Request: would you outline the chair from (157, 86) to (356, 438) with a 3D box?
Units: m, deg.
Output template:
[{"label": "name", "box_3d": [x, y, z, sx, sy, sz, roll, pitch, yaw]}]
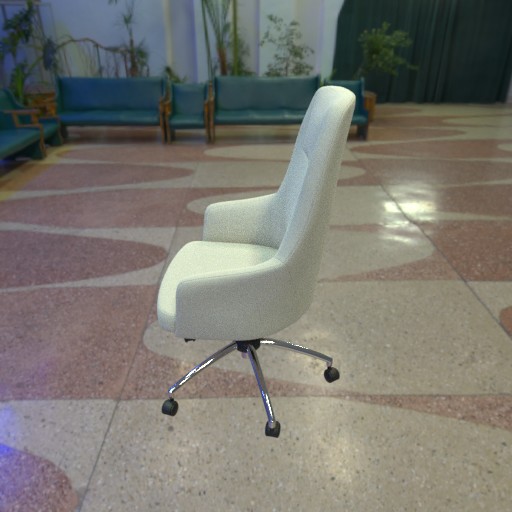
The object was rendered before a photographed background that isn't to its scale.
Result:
[{"label": "chair", "box_3d": [0.000, 0.000, 1.488, 0.640, 1.049, 0.620, 1, 27, 2]}]
